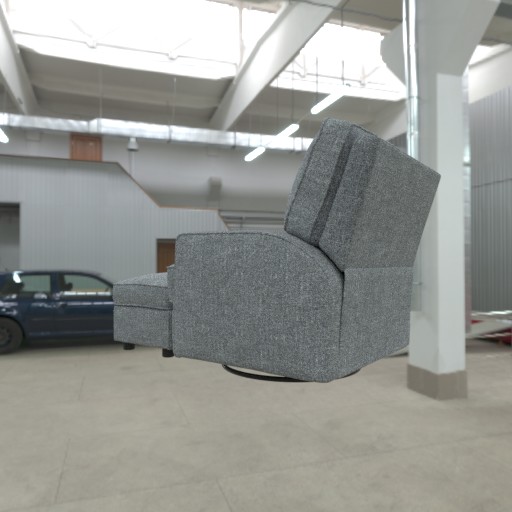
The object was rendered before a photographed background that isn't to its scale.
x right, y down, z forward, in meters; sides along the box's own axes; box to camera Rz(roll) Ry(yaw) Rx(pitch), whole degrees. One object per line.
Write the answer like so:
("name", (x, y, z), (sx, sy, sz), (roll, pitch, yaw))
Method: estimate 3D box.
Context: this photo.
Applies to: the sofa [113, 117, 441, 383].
("sofa", (0.000, 0.000, 2.077), (1.472, 0.959, 0.861), (-1, -1, 36))
